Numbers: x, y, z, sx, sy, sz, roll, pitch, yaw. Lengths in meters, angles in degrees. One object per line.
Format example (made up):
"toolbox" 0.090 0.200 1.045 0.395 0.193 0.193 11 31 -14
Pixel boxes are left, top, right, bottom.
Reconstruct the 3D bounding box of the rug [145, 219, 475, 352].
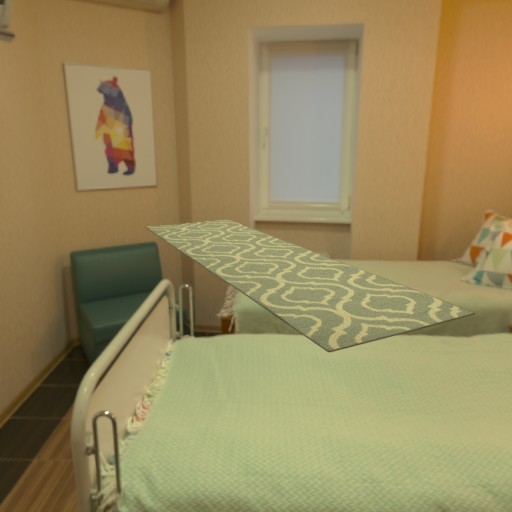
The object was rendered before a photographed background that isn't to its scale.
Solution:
"rug" 0.000 0.000 2.489 0.684 0.009 2.275 -8 17 -27
